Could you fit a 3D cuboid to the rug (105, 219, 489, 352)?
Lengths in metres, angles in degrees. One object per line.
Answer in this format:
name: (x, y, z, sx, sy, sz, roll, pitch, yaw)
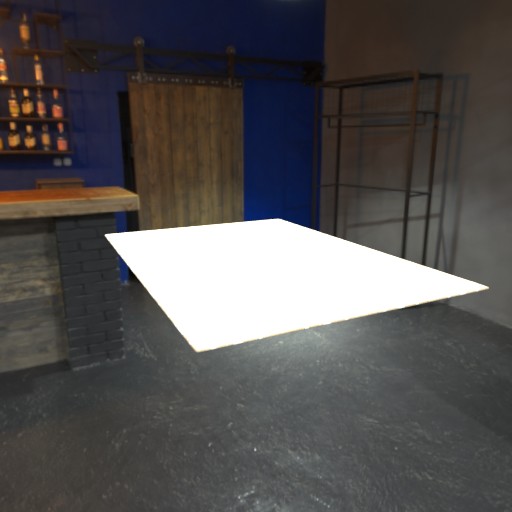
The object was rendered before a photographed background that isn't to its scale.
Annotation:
rug: (0.000, 0.000, 2.787, 1.524, 0.010, 2.134, -7, 17, -25)
